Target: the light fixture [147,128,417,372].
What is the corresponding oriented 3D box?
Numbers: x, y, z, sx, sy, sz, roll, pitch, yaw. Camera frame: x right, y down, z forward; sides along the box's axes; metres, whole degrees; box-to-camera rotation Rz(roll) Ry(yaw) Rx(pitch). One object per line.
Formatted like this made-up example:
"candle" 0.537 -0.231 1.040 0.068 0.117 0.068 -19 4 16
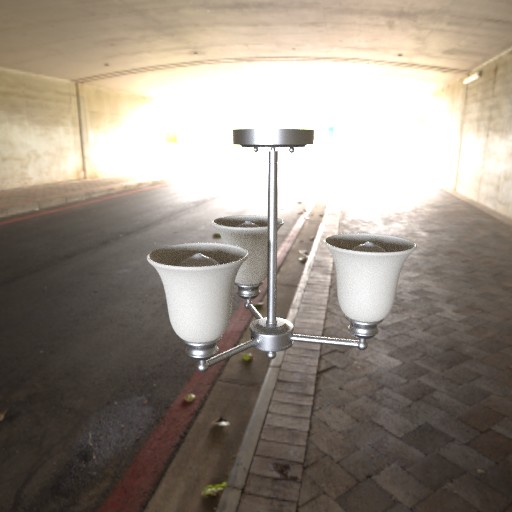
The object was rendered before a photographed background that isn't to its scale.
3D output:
"light fixture" 0.000 0.000 0.672 0.388 0.370 0.354 14 20 42
